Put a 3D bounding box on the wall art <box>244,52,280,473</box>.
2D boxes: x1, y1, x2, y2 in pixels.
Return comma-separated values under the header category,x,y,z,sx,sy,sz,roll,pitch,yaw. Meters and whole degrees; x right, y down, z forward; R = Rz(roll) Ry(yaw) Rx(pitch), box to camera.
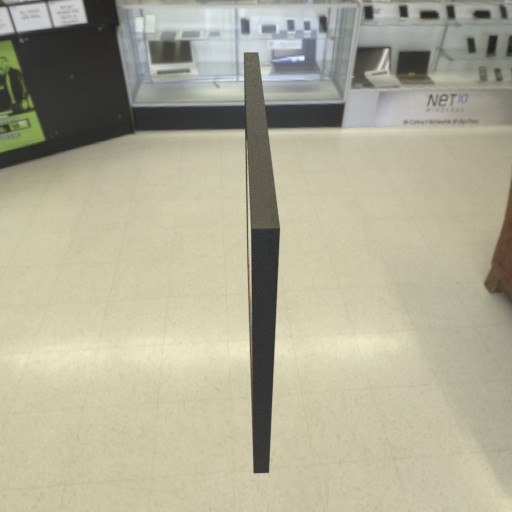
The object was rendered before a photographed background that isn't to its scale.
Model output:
category,x,y,z,sx,sy,sz,roll,pitch,yaw
wall art,0.000,0.000,1.133,0.039,0.763,0.763,-1,41,-1
